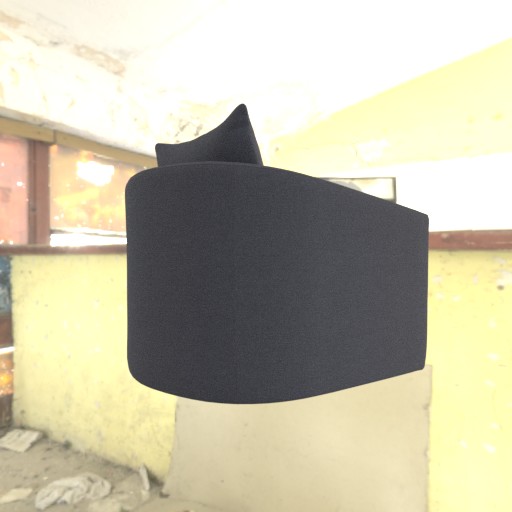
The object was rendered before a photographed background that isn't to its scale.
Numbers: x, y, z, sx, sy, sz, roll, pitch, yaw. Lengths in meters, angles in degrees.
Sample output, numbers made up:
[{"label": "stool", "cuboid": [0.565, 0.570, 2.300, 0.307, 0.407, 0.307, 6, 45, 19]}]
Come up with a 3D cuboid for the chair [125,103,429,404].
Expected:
[{"label": "chair", "cuboid": [0.000, 0.000, 1.608, 0.910, 0.848, 0.845, 0, 0, -37]}]
